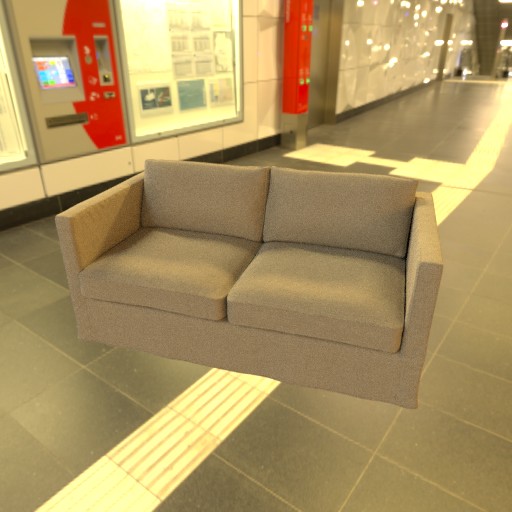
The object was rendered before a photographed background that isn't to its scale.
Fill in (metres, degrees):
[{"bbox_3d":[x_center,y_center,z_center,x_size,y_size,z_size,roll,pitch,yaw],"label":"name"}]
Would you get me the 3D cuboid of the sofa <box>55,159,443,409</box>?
[{"bbox_3d":[0.000,0.000,2.370,1.766,0.828,0.956,8,27,15],"label":"sofa"}]
